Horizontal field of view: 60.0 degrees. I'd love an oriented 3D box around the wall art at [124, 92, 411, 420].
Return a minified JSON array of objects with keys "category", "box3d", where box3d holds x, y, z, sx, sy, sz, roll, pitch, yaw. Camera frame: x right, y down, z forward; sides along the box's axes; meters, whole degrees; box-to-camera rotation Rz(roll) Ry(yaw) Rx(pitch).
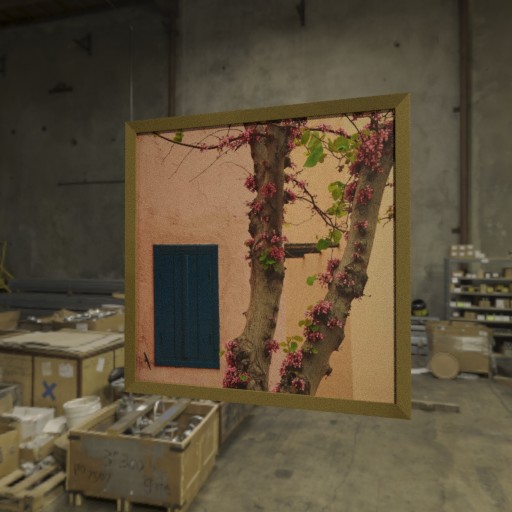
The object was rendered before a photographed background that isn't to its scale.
[{"category":"wall art","box3d":[0.000,0.000,1.159,0.762,0.762,0.038,0,-1,17]}]
